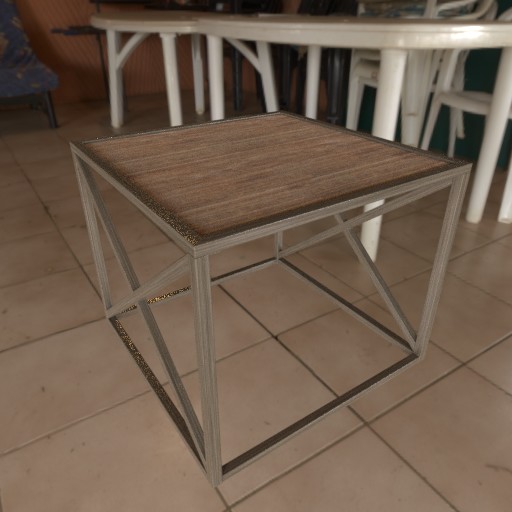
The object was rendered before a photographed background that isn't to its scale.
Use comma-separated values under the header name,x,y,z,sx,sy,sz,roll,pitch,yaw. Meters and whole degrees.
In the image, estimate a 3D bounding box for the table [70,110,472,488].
name,x,y,z,sx,sy,sz,roll,pitch,yaw
table,0.000,0.000,1.061,0.609,0.507,0.611,-19,34,-29
